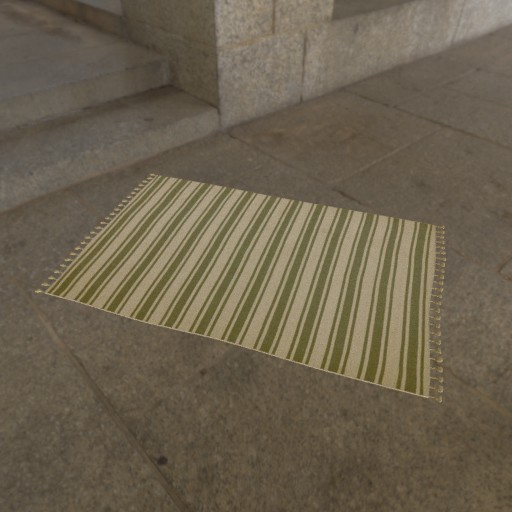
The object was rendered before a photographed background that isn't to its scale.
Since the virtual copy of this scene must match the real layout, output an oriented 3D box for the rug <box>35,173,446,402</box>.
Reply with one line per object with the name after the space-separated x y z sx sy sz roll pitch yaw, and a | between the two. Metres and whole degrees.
0.000 0.000 2.306 1.875 0.013 1.162 12 42 14 | rug
